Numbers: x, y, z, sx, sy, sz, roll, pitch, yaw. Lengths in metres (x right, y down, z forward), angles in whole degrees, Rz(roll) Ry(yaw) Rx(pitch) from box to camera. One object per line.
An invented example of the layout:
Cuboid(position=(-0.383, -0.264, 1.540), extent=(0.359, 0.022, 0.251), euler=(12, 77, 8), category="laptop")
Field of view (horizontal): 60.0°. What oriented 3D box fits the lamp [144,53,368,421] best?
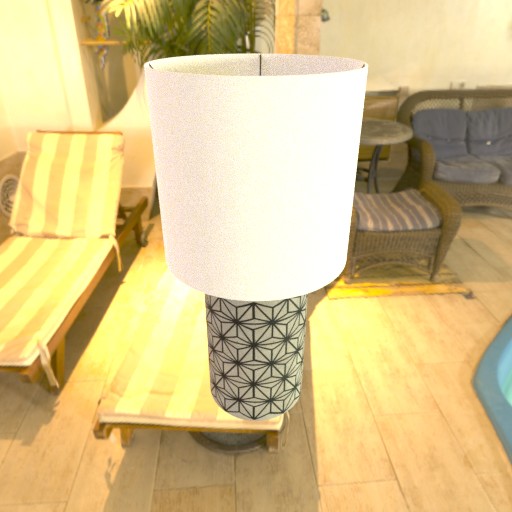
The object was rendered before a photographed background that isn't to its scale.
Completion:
Cuboid(position=(0.000, 0.000, 0.517), extent=(0.206, 0.416, 0.206), euler=(1, 29, 2), category="lamp")
